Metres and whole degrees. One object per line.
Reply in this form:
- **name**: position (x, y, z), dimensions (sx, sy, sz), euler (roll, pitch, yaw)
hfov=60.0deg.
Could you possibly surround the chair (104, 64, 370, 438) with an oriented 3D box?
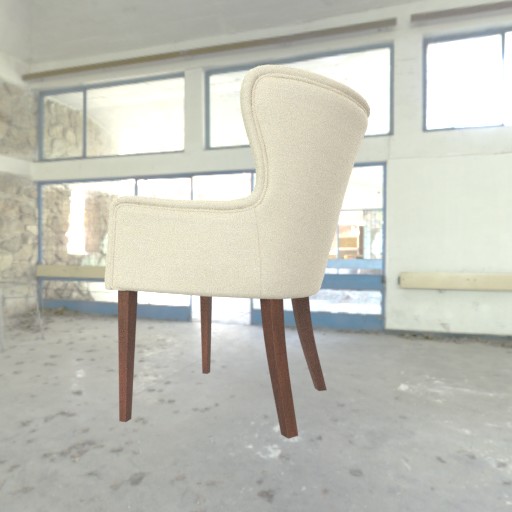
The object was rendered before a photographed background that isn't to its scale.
- **chair**: position (0.000, 0.000, 1.490), dimensions (0.744, 0.990, 0.696), euler (0, 1, 20)
